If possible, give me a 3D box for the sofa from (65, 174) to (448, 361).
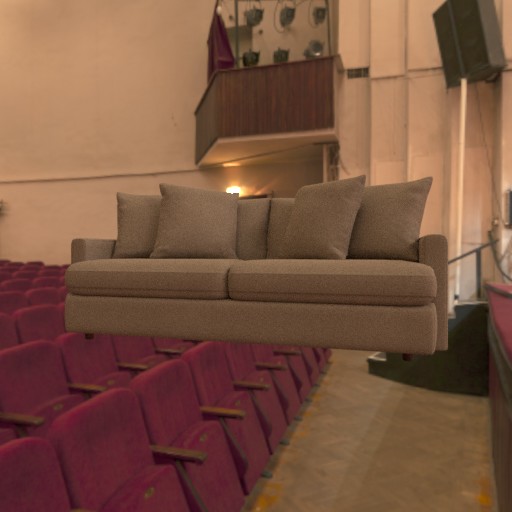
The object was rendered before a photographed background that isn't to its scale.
[{"bbox_3d":[0.000,0.000,3.092,2.380,1.084,1.228,0,0,17],"label":"sofa"}]
